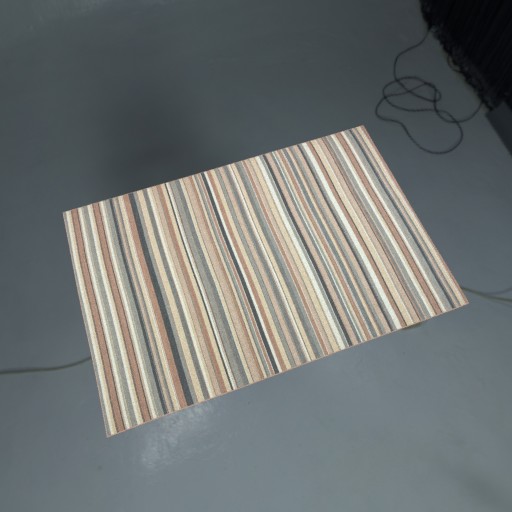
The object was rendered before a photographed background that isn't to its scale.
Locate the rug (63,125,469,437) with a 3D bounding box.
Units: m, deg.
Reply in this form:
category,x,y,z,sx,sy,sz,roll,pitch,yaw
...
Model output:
category,x,y,z,sx,sy,sz,roll,pitch,yaw
rug,0.000,0.000,2.328,1.829,0.008,1.219,-18,66,-8
